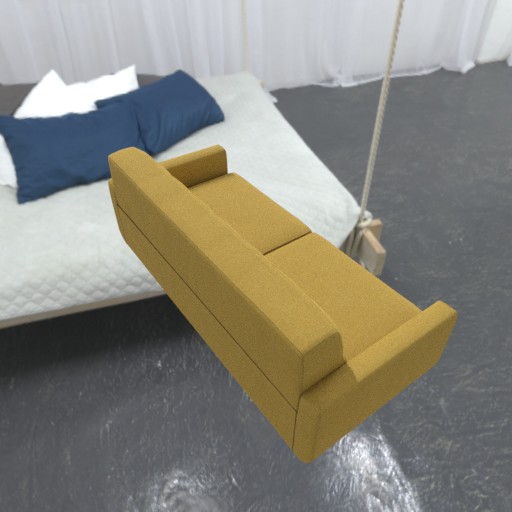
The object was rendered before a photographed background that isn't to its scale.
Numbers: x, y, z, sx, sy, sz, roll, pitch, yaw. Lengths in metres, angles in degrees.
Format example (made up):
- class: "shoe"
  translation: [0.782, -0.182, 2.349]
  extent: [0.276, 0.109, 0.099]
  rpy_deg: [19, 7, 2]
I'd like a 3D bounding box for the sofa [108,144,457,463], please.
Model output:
- class: "sofa"
  translation: [0.000, 0.000, 2.537]
  extent: [0.909, 0.841, 2.029]
  rpy_deg: [-26, 47, -26]
